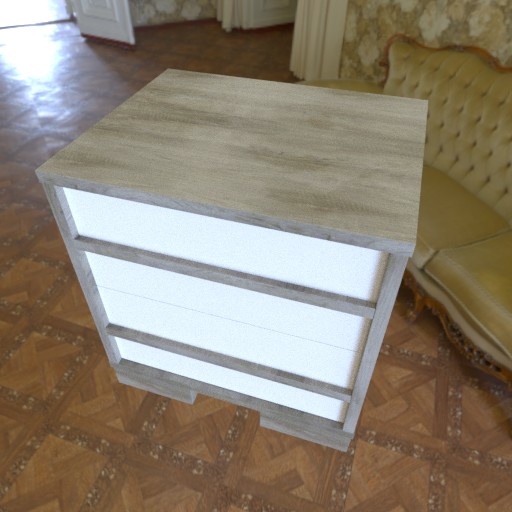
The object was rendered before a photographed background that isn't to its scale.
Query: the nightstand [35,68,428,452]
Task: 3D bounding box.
[{"bbox_3d":[0.000,0.000,0.736,0.427,0.448,0.347,12,44,13],"label":"nightstand"}]
